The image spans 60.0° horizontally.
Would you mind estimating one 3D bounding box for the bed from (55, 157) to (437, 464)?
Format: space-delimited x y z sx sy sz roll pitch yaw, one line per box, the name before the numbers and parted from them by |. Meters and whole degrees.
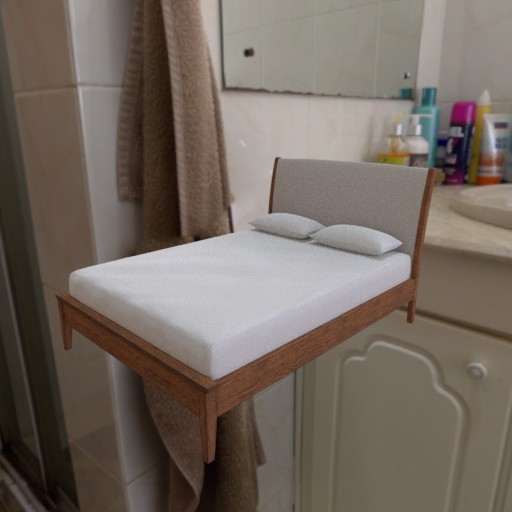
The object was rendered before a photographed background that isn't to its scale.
bed | 0.000 0.000 2.976 1.502 1.135 2.108 16 23 42
